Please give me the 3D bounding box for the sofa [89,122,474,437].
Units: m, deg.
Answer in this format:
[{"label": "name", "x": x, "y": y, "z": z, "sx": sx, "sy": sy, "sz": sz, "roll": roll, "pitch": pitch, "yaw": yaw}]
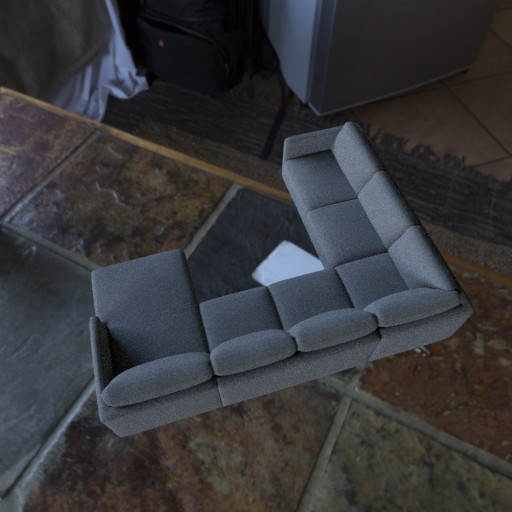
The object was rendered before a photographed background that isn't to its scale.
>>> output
[{"label": "sofa", "x": 0.000, "y": 0.000, "z": 4.443, "sx": 3.238, "sy": 0.853, "sz": 2.551, "roll": -14, "pitch": 58, "yaw": -9}]
